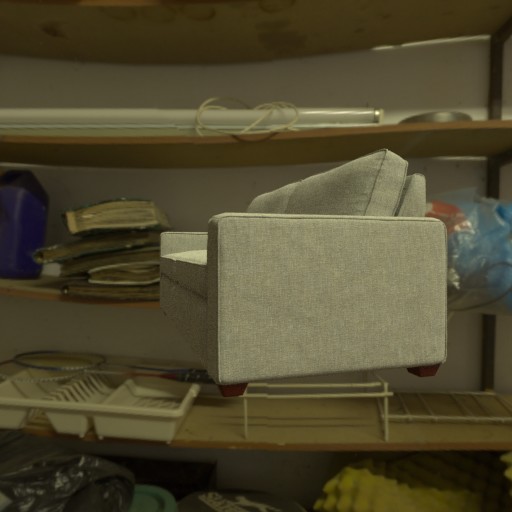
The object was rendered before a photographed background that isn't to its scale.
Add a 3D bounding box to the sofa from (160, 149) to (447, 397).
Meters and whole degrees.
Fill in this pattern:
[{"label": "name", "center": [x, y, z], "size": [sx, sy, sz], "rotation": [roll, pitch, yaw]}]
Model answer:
[{"label": "sofa", "center": [0.000, 0.000, 2.560], "size": [0.945, 0.918, 2.078], "rotation": [0, 1, -17]}]
